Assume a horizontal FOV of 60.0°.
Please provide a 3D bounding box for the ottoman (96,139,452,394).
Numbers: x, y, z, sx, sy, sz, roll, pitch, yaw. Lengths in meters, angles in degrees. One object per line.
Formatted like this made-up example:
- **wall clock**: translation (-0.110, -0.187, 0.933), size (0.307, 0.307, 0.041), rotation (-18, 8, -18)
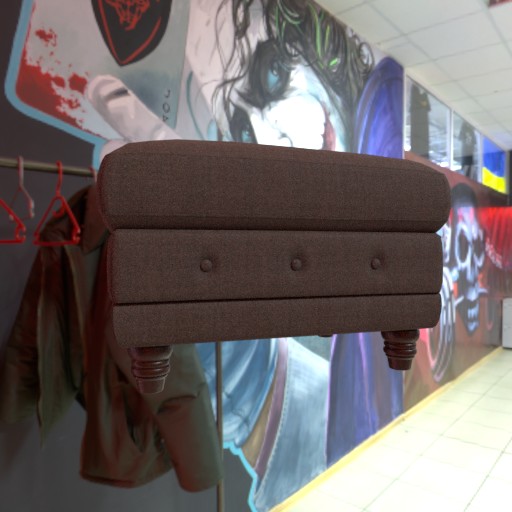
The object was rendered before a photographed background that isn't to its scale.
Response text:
- **ottoman**: translation (0.000, 0.000, 1.217), size (0.809, 0.555, 0.599), rotation (0, 1, -17)
